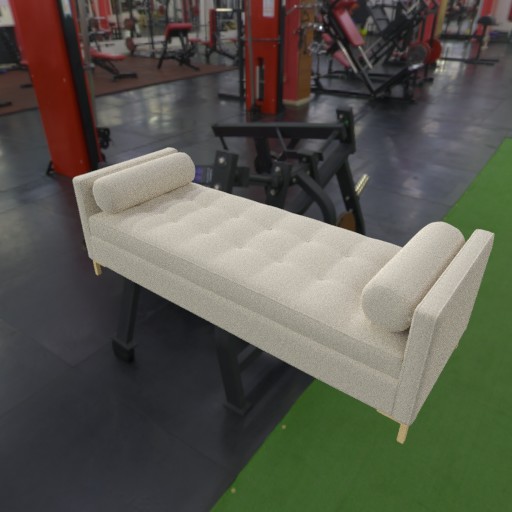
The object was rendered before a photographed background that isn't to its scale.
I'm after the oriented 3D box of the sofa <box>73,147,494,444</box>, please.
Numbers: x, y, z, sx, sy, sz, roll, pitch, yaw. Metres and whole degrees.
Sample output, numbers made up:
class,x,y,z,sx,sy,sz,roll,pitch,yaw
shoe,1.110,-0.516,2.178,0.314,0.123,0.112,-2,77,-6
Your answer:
class,x,y,z,sx,sy,sz,roll,pitch,yaw
sofa,0.000,0.000,2.274,1.985,0.641,0.746,21,37,32
